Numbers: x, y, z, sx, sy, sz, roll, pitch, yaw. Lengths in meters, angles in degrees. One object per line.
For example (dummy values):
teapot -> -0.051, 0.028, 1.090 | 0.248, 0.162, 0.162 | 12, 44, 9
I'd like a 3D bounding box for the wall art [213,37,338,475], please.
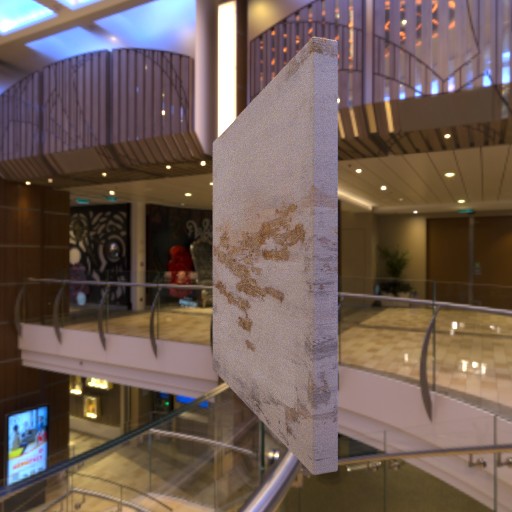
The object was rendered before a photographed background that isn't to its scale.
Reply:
wall art -> 0.000, 0.000, 0.913 | 0.040, 0.613, 0.611 | 0, 0, -19
